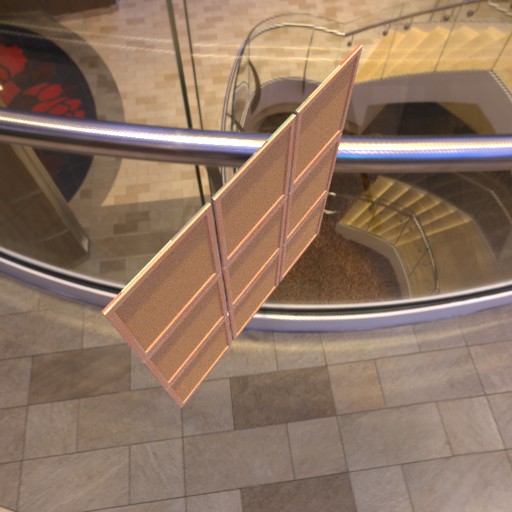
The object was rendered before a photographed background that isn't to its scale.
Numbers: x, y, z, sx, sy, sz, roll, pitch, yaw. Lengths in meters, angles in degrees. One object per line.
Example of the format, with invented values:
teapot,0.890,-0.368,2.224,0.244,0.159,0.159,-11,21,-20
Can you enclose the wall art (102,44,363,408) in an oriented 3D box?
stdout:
wall art,0.000,0.000,1.815,0.013,1.220,1.216,33,66,17
